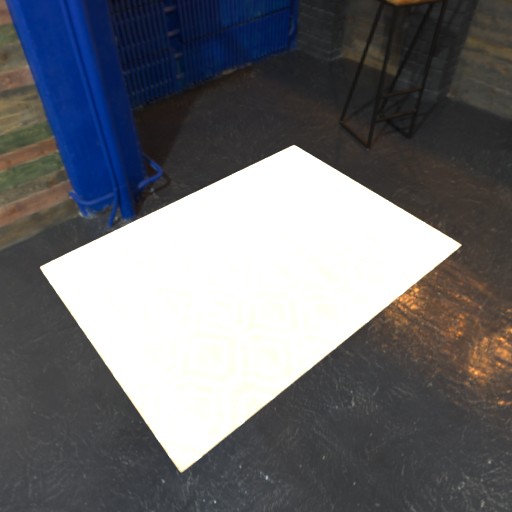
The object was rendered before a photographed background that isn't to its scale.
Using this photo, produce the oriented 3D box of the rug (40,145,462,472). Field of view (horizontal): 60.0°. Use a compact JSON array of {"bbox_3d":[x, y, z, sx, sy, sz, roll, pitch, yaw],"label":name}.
[{"bbox_3d":[0.000,0.000,4.336,3.353,0.010,2.438,-31,53,-27],"label":"rug"}]
